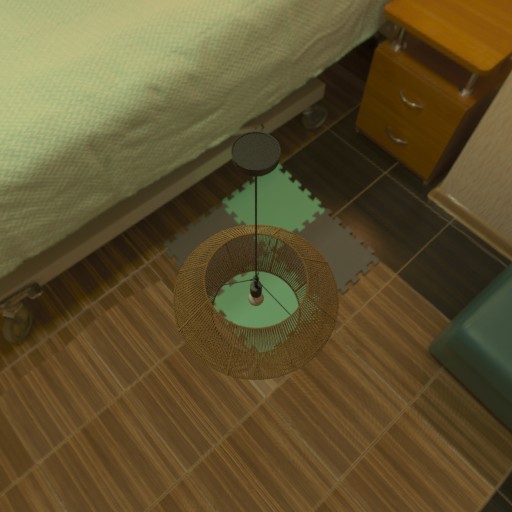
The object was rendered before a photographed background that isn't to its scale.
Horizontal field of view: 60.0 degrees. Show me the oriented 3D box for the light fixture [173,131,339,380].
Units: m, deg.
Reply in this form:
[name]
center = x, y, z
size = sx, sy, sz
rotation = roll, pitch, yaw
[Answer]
[light fixture]
center = 0.000, 0.000, 1.407
size = 0.643, 1.009, 0.643
rotation = 0, 63, 0
